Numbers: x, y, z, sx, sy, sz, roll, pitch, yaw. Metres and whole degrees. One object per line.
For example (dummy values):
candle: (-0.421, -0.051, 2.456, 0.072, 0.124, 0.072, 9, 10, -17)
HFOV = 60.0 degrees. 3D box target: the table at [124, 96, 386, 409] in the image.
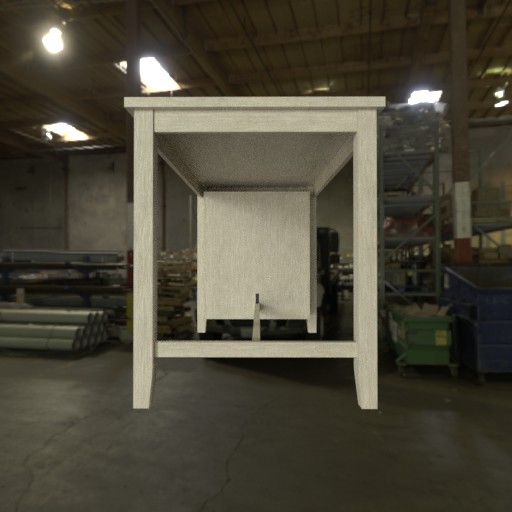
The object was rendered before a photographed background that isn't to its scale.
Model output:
table: (0.000, 0.000, 1.930, 0.729, 0.874, 1.397, 0, -1, 0)
